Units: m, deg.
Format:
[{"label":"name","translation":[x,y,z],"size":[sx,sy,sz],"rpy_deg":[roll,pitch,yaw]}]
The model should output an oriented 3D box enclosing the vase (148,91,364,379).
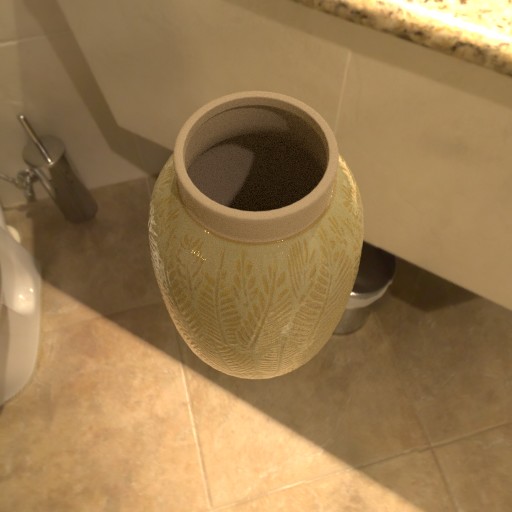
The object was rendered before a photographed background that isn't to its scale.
[{"label":"vase","translation":[0.000,0.000,0.377],"size":[0.172,0.270,0.172],"rpy_deg":[0,63,0]}]
